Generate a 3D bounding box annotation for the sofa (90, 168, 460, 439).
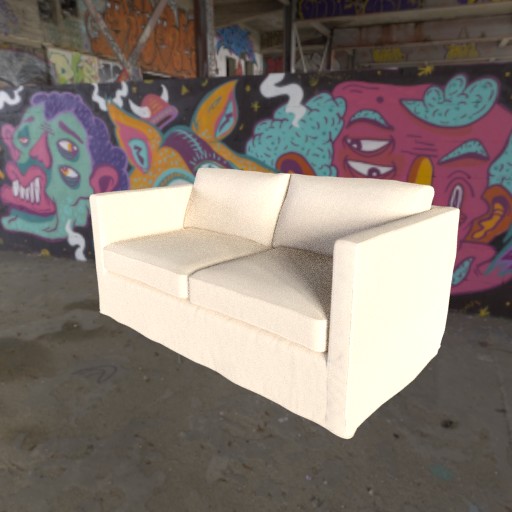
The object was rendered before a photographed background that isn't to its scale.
[{"bbox_3d":[0.000,0.000,2.348,1.746,0.834,0.962,14,21,41],"label":"sofa"}]
